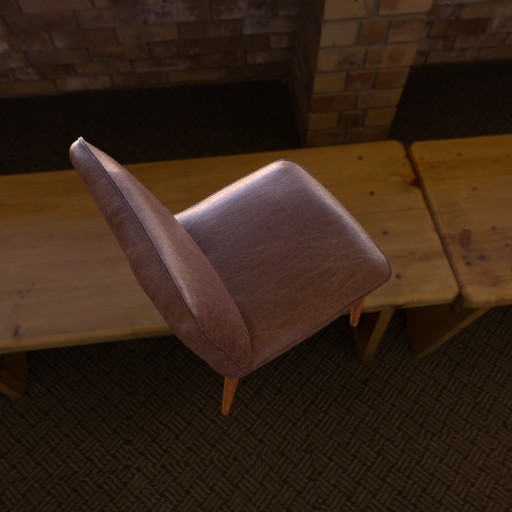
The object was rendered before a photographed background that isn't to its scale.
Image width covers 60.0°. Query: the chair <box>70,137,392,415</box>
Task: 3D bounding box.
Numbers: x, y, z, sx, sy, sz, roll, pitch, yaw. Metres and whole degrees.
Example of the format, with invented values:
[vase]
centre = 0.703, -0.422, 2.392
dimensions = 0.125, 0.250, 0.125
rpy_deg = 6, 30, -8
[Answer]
[chair]
centre = 0.000, 0.000, 1.200
dimensions = 0.645, 0.803, 0.543
rpy_deg = -34, 65, -18
